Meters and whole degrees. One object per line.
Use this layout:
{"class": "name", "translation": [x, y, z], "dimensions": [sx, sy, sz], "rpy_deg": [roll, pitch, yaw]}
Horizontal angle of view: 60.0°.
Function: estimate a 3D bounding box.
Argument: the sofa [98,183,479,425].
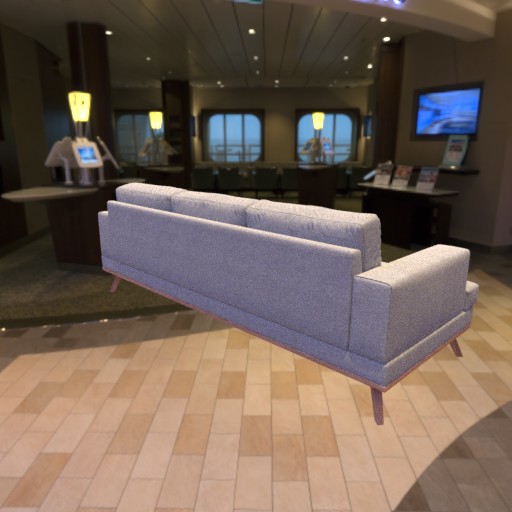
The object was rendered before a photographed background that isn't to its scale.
{"class": "sofa", "translation": [0.000, 0.000, 2.714], "dimensions": [0.920, 0.810, 2.310], "rpy_deg": [-14, 21, -43]}
